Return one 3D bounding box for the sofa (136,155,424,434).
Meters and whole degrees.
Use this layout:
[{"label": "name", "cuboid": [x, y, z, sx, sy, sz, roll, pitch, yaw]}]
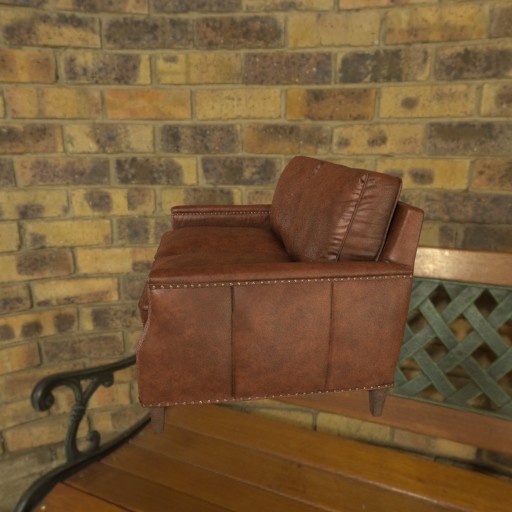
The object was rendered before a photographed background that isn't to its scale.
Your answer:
[{"label": "sofa", "cuboid": [0.000, 0.000, 2.360, 1.083, 1.003, 1.628, -2, 15, -7]}]
